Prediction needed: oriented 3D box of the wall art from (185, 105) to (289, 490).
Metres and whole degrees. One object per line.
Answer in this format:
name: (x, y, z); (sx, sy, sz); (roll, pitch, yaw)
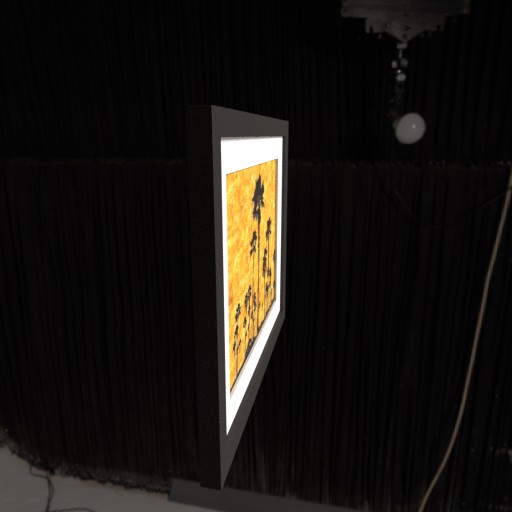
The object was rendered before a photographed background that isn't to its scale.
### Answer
wall art: (0.000, 0.000, 0.763); (0.028, 0.460, 0.561); (3, 16, 11)
